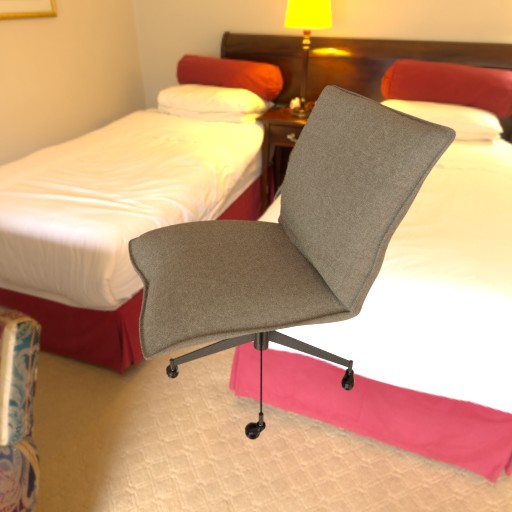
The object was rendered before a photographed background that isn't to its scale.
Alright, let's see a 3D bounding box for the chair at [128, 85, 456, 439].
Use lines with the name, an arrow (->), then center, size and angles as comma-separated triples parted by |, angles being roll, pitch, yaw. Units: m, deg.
chair -> 0.000, 0.000, 1.255 | 0.696, 0.811, 0.597 | -9, 32, -14
